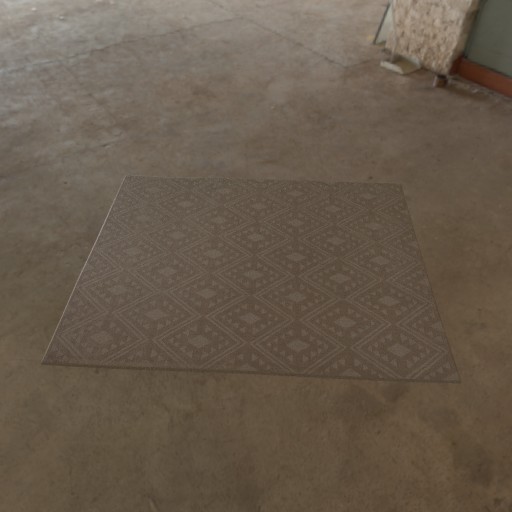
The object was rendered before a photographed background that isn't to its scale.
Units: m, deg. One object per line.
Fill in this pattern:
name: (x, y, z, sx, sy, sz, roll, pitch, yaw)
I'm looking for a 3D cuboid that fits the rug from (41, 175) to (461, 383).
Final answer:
rug: (0.000, 0.000, 4.016, 3.011, 0.054, 2.399, 2, 45, 2)
